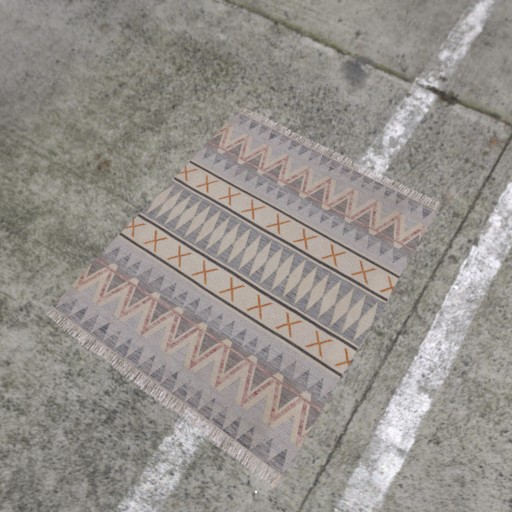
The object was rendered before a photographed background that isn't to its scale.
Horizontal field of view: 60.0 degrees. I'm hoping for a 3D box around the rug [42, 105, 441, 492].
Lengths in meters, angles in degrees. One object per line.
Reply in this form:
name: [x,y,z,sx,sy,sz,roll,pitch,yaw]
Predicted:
rug: [0.000,0.000,4.028,2.371,0.012,3.000,31,66,15]
